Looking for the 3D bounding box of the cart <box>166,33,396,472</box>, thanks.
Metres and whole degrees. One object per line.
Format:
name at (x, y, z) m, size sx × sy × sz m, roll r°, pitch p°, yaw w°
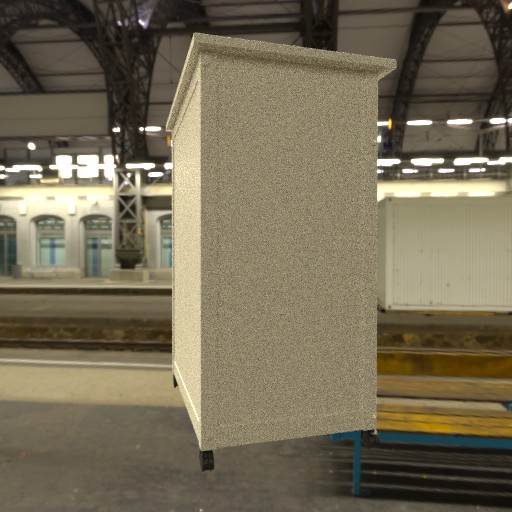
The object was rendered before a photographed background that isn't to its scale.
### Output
cart at (0.000, 0.000, 1.241) m, size 0.442 × 0.864 × 0.683 m, roll 0°, pitch 1°, yaw -16°
